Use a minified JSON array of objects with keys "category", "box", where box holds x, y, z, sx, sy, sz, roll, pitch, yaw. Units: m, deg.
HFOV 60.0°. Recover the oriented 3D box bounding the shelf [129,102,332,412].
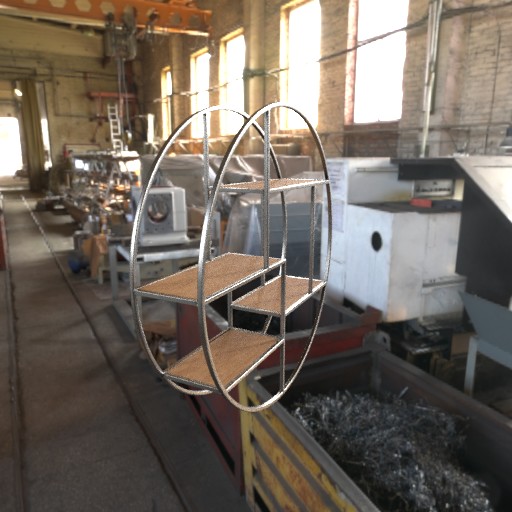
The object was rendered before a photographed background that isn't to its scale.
[{"category":"shelf","box":[0.000,0.000,1.366,0.202,0.888,0.888,7,14,27]}]
